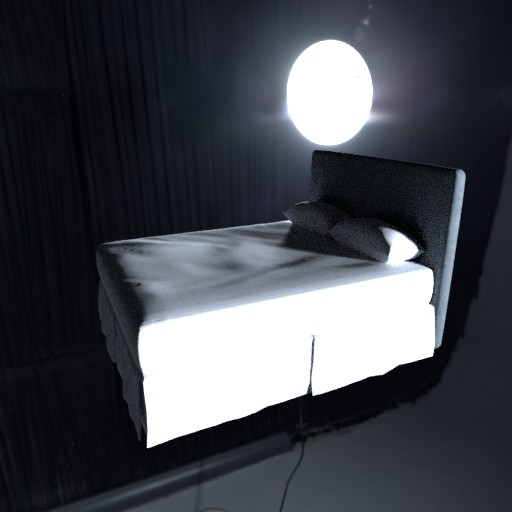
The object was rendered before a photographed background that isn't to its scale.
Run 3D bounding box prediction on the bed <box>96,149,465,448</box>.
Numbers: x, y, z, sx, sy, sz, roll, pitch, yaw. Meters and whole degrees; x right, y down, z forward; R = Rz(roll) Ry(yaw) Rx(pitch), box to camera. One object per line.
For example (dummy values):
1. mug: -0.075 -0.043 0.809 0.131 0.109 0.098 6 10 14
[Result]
1. bed: 0.000 0.000 3.221 2.142 1.330 1.713 -9 20 -24
